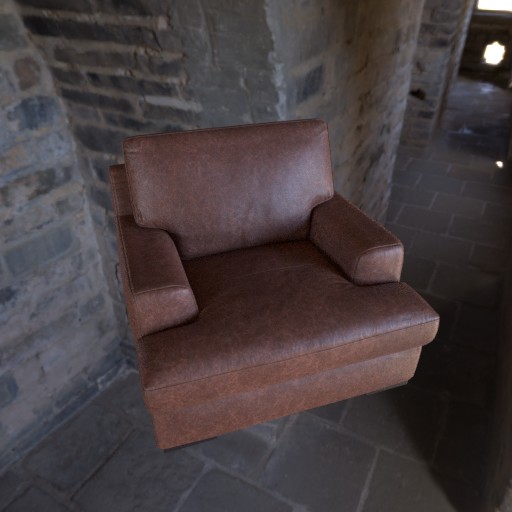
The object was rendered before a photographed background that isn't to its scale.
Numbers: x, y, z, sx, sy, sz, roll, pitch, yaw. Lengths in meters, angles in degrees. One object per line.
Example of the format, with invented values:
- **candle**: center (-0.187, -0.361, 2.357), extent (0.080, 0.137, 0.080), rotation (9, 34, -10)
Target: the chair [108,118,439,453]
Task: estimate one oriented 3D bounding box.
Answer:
- **chair**: center (0.000, 0.000, 1.960), extent (1.168, 0.939, 1.143), rotation (-10, 34, -15)
